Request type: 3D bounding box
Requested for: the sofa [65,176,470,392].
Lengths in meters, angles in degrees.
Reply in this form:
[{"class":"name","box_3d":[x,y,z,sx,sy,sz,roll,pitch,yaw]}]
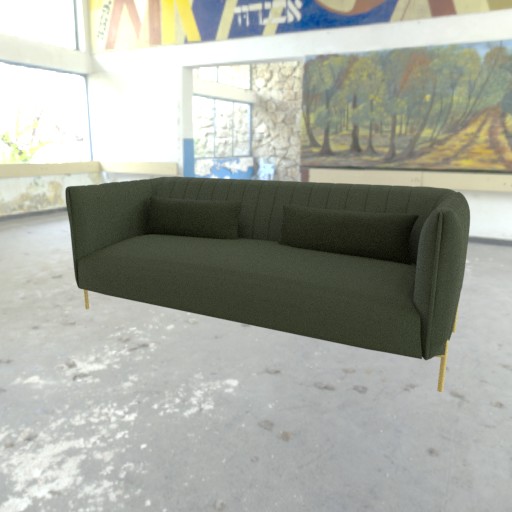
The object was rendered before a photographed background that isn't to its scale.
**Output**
[{"class":"sofa","box_3d":[0.000,0.000,2.523,2.137,0.793,0.896,7,16,27]}]
